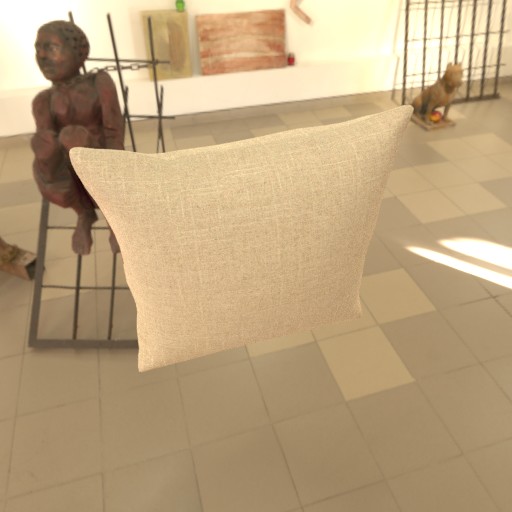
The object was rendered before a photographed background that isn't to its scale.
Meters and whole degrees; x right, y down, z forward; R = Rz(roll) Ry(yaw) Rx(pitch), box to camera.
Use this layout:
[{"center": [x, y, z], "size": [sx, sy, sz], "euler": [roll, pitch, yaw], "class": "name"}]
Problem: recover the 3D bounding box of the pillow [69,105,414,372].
[{"center": [0.000, 0.000, 0.641], "size": [0.414, 0.399, 0.173], "euler": [-11, 42, -13], "class": "pillow"}]
